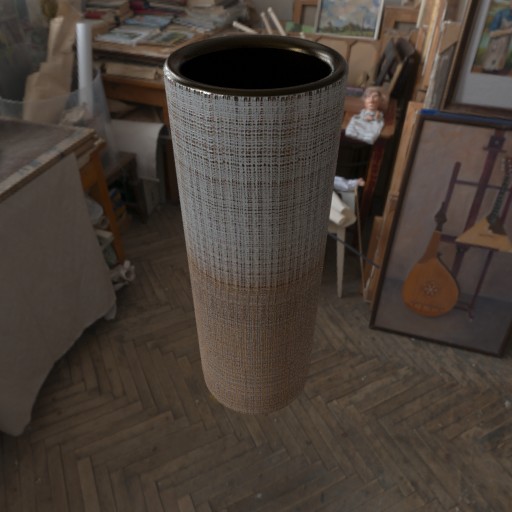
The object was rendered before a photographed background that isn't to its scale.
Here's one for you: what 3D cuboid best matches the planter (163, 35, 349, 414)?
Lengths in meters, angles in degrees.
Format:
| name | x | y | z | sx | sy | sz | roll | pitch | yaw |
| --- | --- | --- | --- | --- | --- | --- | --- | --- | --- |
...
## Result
| name | x | y | z | sx | sy | sz | roll | pitch | yaw |
| --- | --- | --- | --- | --- | --- | --- | --- | --- | --- |
| planter | 0.000 | 0.000 | 0.327 | 0.099 | 0.278 | 0.099 | -13 | 42 | -15 |
